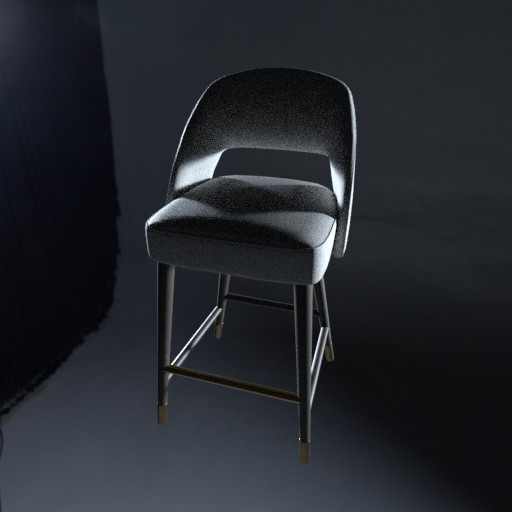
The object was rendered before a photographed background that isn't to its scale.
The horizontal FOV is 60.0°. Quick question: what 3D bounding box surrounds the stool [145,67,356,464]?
[{"bbox_3d":[0.000,0.000,1.242,0.494,0.940,0.509,8,28,16],"label":"stool"}]
